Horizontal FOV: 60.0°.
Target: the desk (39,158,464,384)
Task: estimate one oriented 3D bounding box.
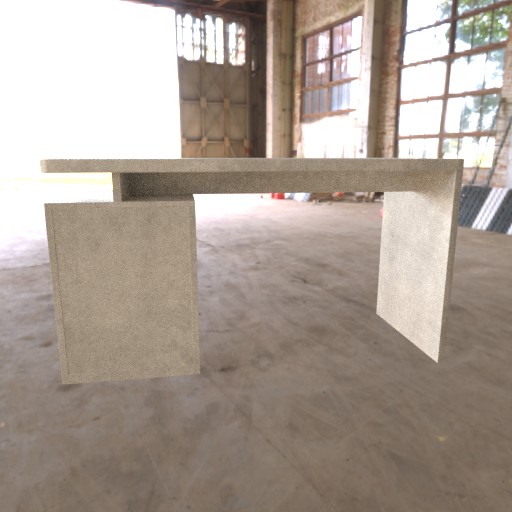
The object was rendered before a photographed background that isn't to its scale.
[{"bbox_3d":[0.000,0.000,1.753,1.400,0.755,0.550,-2,13,-9],"label":"desk"}]
